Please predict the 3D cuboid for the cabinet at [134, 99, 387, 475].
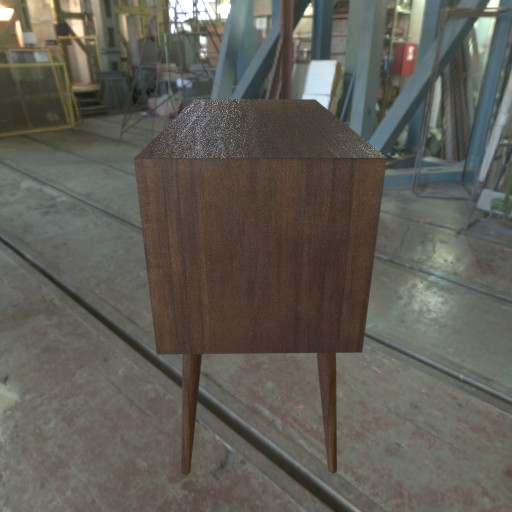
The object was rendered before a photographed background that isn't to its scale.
[{"bbox_3d":[0.000,0.000,1.092,0.354,0.654,0.743,0,25,-1],"label":"cabinet"}]
